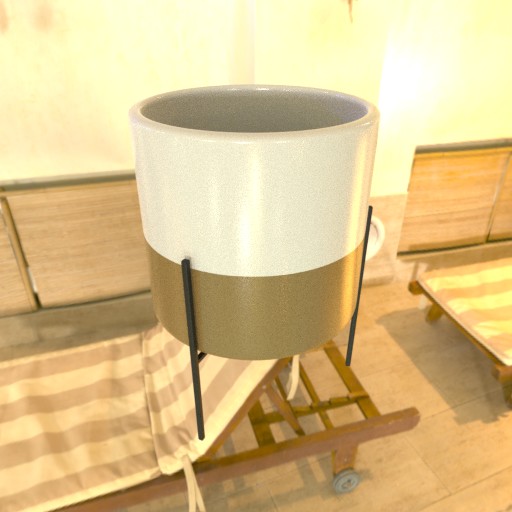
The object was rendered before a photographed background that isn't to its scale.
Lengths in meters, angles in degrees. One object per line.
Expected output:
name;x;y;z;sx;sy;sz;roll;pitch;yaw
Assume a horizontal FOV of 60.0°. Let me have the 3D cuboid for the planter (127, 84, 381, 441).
planter;0.000;0.000;0.649;0.310;0.432;0.310;-9;31;-15
